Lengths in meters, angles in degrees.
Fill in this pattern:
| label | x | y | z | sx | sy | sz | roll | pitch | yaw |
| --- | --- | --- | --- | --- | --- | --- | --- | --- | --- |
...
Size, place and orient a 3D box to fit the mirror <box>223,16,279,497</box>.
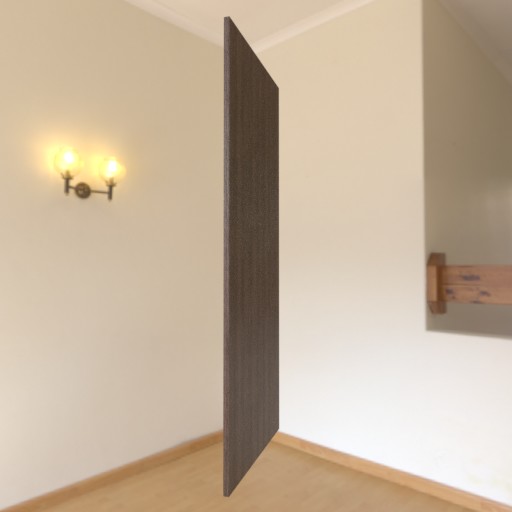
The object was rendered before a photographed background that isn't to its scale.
| label | x | y | z | sx | sy | sz | roll | pitch | yaw |
| --- | --- | --- | --- | --- | --- | --- | --- | --- | --- |
| mirror | 0.000 | 0.000 | 2.262 | 0.025 | 2.032 | 0.812 | 0 | -1 | 18 |
